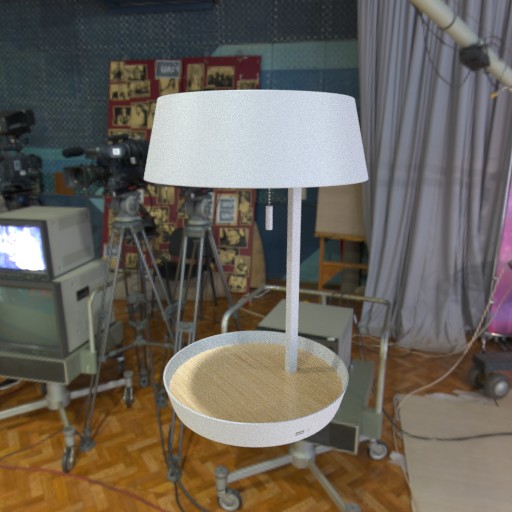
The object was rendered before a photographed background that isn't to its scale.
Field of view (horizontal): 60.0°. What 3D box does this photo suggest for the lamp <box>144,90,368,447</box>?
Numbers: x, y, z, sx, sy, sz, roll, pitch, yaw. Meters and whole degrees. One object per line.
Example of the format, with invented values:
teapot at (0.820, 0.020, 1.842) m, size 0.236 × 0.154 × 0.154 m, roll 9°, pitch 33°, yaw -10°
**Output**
lamp at (0.000, 0.000, 0.618) m, size 0.291 × 0.429 × 0.291 m, roll 0°, pitch 15°, yaw 0°
